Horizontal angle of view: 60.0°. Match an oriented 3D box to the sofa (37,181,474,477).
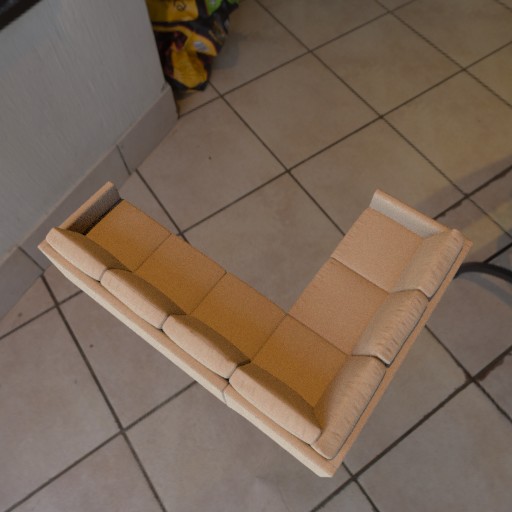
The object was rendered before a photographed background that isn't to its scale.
[{"bbox_3d":[0.000,0.000,4.257,3.182,0.871,2.432,34,68,15],"label":"sofa"}]
